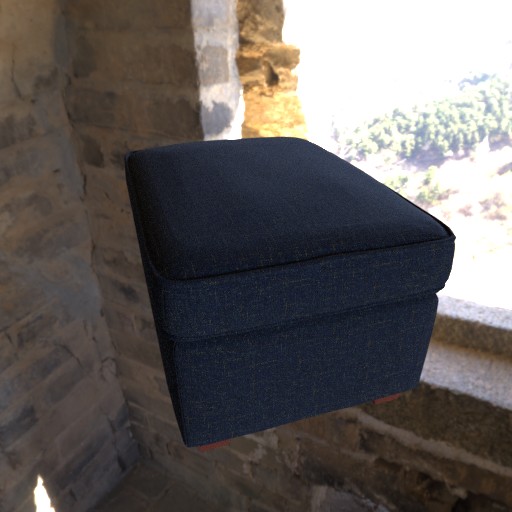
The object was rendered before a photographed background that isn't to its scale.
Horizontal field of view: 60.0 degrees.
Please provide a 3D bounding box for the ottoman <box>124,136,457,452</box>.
[{"bbox_3d":[0.000,0.000,1.086,0.549,0.450,0.749,-9,30,-16],"label":"ottoman"}]
